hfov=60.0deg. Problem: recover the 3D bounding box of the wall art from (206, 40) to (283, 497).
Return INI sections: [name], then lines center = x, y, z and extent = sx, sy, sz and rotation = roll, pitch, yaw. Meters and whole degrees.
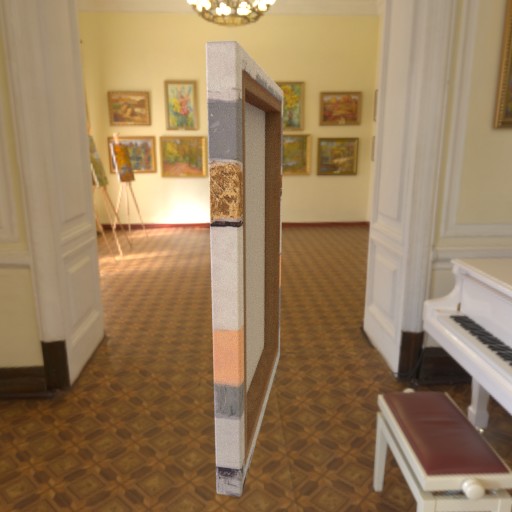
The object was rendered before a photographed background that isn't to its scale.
[wall art]
center = 0.000, 0.000, 0.791
extent = 0.038, 0.609, 0.456
rotation = 2, 14, 10
